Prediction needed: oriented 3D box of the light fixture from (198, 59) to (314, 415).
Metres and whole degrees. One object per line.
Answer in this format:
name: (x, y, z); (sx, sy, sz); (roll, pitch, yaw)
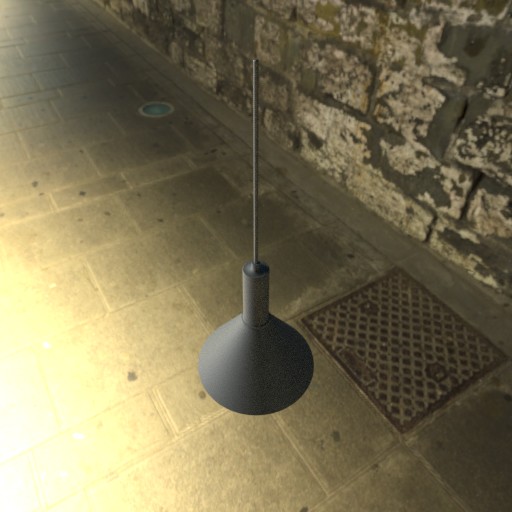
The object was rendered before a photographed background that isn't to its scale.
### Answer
light fixture: (0.000, 0.000, 0.799); (0.267, 0.683, 0.267); (-13, 44, -13)
